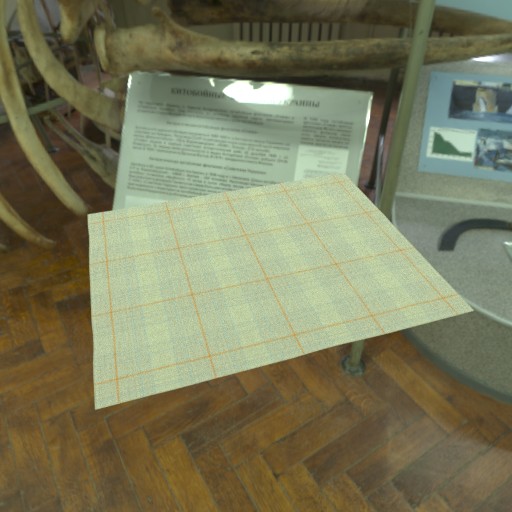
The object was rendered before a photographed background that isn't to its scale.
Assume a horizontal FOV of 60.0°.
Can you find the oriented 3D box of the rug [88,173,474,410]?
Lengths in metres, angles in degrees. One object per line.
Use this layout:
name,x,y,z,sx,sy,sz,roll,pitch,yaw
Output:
rug,0.000,0.000,4.242,3.051,0.021,2.448,-11,41,-13
